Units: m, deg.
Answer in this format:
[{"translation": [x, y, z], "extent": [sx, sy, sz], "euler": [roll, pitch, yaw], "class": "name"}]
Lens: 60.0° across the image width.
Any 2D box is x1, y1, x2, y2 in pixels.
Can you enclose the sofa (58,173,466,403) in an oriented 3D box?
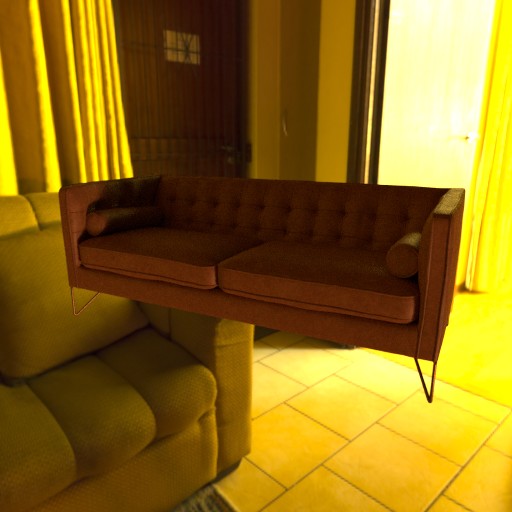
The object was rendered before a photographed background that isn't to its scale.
[{"translation": [0.000, 0.000, 2.520], "extent": [2.079, 0.798, 0.912], "euler": [8, 17, 26], "class": "sofa"}]
